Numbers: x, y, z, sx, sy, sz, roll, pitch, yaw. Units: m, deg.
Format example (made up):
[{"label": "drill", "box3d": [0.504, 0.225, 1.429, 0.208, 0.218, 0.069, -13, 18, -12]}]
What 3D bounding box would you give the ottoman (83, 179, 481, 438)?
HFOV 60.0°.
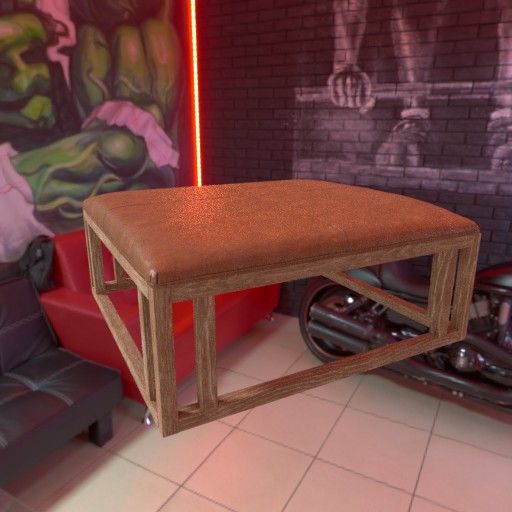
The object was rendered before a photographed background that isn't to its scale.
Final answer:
[{"label": "ottoman", "box3d": [0.000, 0.000, 1.579, 1.016, 0.442, 1.013, -9, 19, -27]}]
